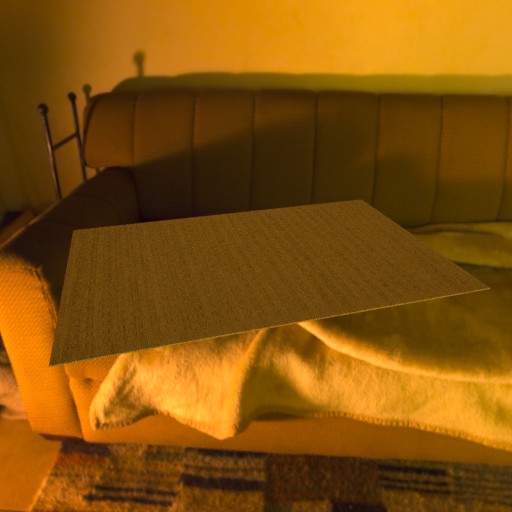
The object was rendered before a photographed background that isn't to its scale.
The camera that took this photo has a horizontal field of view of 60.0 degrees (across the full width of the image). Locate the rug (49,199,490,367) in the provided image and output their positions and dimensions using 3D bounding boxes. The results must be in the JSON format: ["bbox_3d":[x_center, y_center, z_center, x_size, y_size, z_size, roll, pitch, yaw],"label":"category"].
[{"bbox_3d":[0.000,0.000,2.163,1.752,0.006,1.142,-8,28,-14],"label":"rug"}]
